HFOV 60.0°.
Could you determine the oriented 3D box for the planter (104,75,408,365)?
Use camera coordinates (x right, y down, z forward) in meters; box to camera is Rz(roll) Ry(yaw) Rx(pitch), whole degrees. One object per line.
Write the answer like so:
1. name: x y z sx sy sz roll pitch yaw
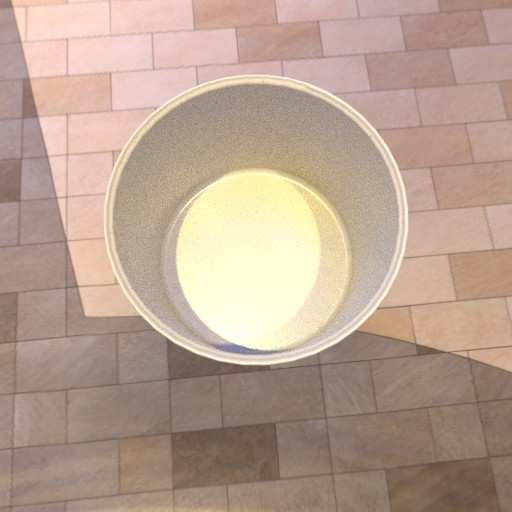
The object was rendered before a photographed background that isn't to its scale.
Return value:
1. planter: 0.000 0.000 0.274 0.130 0.178 0.130 0 77 0
